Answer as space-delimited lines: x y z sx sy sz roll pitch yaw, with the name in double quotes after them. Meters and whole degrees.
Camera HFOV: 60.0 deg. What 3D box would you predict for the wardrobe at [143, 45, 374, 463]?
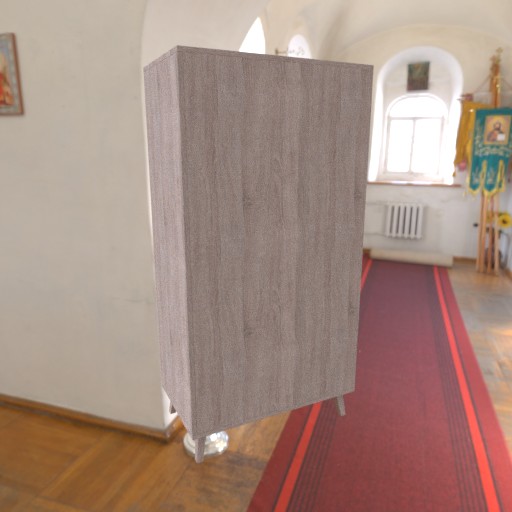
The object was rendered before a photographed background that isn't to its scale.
0.000 0.000 2.462 1.000 1.960 0.600 -7 16 -26 "wardrobe"
